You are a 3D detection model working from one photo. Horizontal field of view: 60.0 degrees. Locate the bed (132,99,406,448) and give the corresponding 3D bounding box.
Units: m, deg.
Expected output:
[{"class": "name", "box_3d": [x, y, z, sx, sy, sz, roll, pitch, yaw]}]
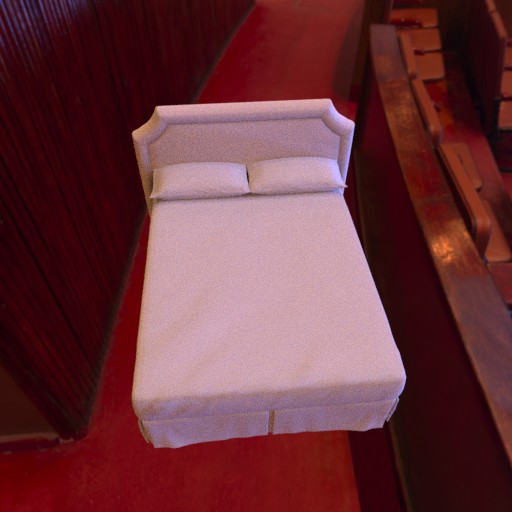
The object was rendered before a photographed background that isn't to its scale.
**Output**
[{"class": "bed", "box_3d": [0.000, 0.000, 3.226, 1.828, 1.297, 2.164, -4, 47, -3]}]
